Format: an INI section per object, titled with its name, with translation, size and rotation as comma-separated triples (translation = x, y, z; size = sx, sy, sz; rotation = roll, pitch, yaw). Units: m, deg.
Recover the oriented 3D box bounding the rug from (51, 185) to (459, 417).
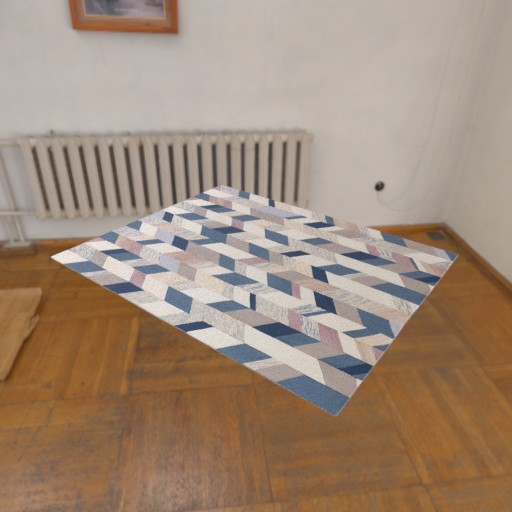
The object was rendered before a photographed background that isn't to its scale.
[rug]
translation = 0.000, 0.000, 4.242
size = 3.072, 0.011, 2.451
rotation = 21, 36, 32
